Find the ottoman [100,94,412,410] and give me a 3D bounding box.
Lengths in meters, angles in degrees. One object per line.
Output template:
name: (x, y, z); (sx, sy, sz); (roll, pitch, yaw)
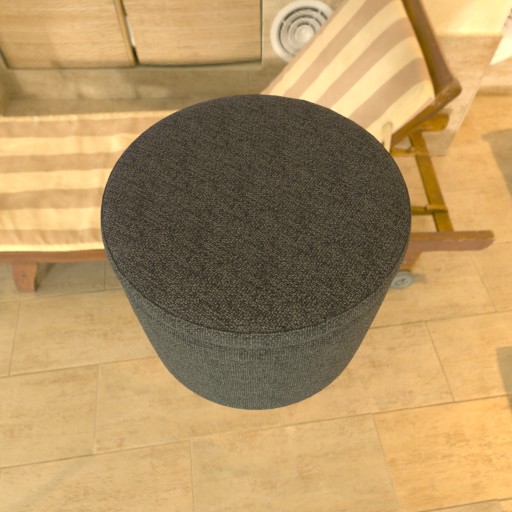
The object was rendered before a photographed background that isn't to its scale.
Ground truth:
ottoman: (0.000, 0.000, 0.899); (0.520, 0.430, 0.520); (0, 57, 0)
